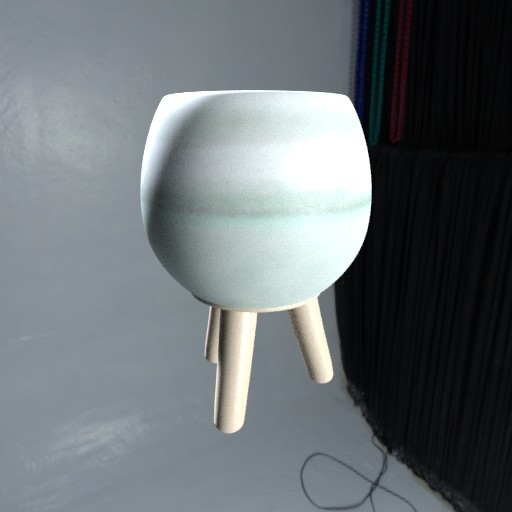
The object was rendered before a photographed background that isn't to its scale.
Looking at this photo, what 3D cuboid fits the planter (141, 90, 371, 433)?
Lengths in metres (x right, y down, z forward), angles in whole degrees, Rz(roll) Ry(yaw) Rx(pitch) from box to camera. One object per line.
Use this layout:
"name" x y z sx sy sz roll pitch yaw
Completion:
"planter" 0.000 0.000 0.332 0.161 0.224 0.161 0 16 0
